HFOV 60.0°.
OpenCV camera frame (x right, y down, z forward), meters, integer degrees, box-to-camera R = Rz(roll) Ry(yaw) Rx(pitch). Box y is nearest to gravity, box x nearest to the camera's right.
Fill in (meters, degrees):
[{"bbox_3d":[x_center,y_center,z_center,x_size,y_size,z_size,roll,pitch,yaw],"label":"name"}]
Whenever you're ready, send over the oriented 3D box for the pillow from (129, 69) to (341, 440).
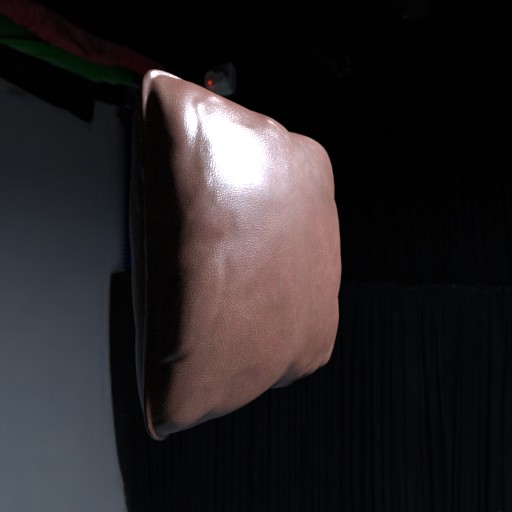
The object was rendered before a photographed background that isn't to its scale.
[{"bbox_3d":[0.000,0.000,0.810,0.236,0.523,0.532,0,-1,35],"label":"pillow"}]
